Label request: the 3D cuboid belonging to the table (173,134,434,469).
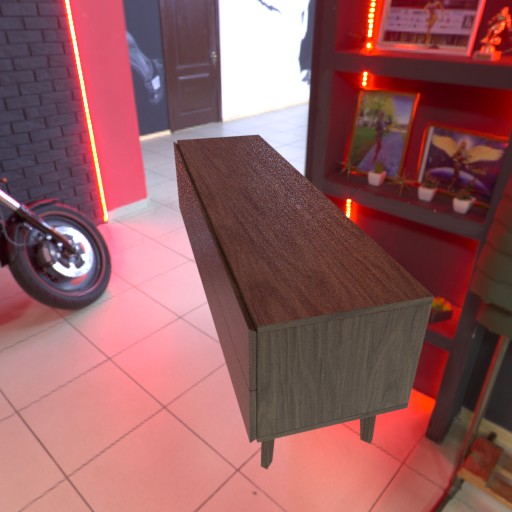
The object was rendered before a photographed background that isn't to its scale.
[{"bbox_3d":[0.000,0.000,1.602,0.405,0.508,1.397,-8,30,-13],"label":"table"}]
